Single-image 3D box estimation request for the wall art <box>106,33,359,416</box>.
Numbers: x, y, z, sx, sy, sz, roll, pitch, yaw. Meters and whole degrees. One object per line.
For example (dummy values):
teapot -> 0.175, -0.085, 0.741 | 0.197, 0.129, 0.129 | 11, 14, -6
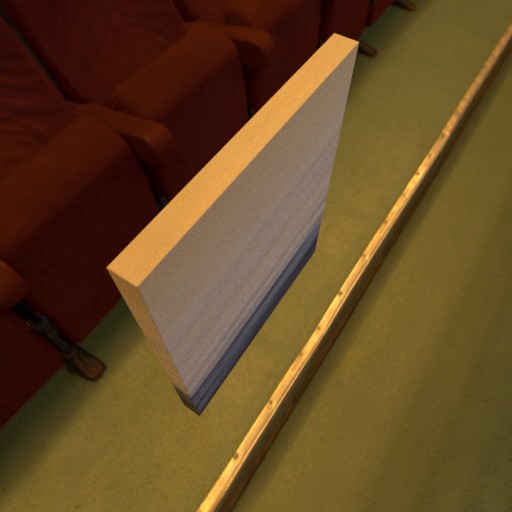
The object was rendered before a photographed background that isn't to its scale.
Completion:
wall art -> 0.000, 0.000, 0.707 | 0.037, 0.511, 0.435 | 29, 63, 17
